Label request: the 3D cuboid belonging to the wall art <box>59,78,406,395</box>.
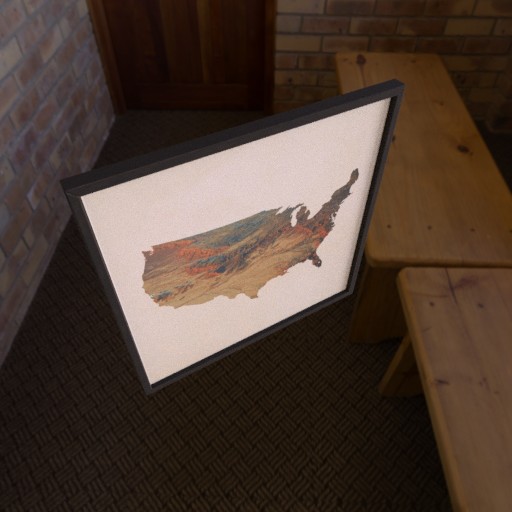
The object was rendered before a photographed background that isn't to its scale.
[{"bbox_3d":[0.000,0.000,0.463,0.304,0.303,0.015,-23,51,-20],"label":"wall art"}]
